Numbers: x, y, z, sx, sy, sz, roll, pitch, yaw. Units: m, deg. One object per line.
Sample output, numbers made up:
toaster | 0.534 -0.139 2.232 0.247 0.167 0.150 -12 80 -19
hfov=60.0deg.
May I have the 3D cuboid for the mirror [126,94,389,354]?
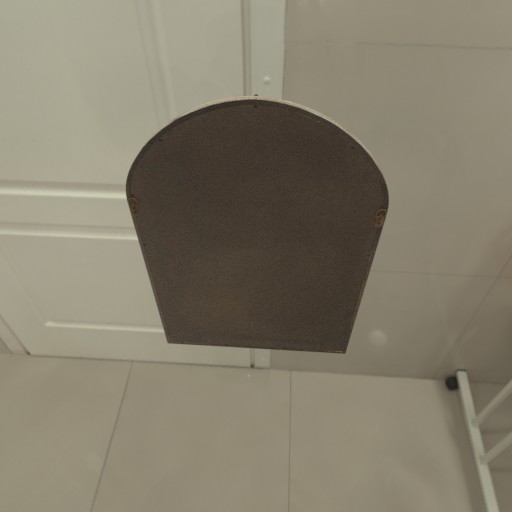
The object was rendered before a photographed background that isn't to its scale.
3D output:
mirror | 0.000 0.000 1.186 0.609 0.915 0.032 3 48 3
